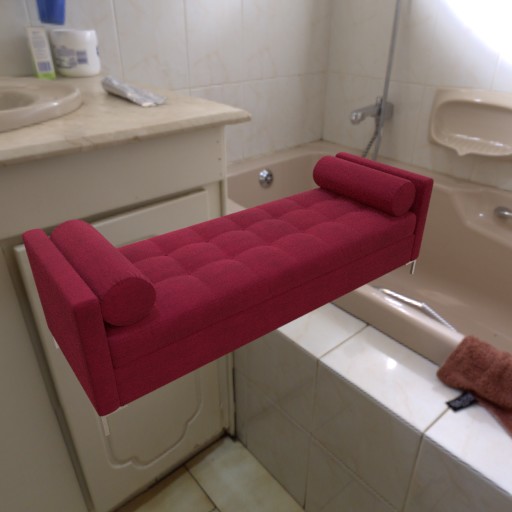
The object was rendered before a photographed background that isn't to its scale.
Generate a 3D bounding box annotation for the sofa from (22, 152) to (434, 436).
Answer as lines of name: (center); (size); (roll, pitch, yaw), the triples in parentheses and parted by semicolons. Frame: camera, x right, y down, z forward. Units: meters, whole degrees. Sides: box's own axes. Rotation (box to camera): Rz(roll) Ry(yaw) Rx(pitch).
sofa: (0.000, 0.000, 2.301); (1.981, 0.635, 0.686); (-21, 35, -32)
